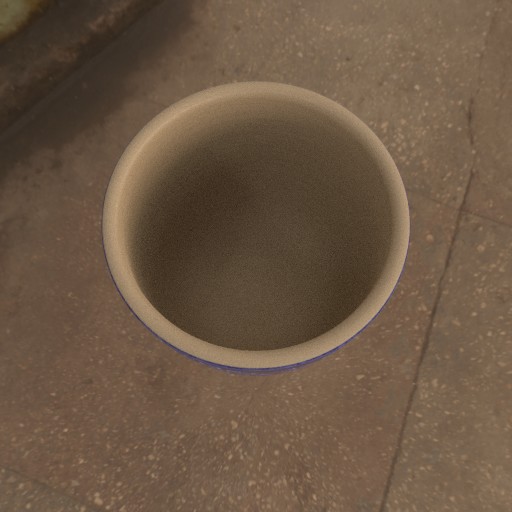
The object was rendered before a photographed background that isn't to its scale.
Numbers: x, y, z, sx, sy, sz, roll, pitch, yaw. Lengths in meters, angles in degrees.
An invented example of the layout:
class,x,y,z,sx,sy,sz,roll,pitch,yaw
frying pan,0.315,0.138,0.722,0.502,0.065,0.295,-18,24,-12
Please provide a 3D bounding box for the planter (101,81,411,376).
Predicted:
class,x,y,z,sx,sy,sz,roll,pitch,yaw
planter,0.000,0.000,0.207,0.109,0.112,0.109,0,73,0
